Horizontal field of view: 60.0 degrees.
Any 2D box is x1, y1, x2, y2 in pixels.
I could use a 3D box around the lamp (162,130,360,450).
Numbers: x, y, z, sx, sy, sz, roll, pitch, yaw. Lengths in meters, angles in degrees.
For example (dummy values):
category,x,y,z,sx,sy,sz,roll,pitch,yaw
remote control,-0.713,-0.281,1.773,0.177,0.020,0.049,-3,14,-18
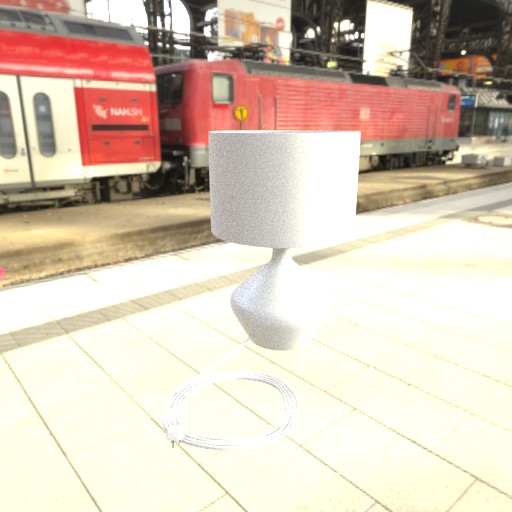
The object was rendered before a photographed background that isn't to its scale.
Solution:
category,x,y,z,sx,sy,sz,roll,pitch,yaw
lamp,0.000,0.000,0.852,0.546,0.457,0.401,-15,22,-41
